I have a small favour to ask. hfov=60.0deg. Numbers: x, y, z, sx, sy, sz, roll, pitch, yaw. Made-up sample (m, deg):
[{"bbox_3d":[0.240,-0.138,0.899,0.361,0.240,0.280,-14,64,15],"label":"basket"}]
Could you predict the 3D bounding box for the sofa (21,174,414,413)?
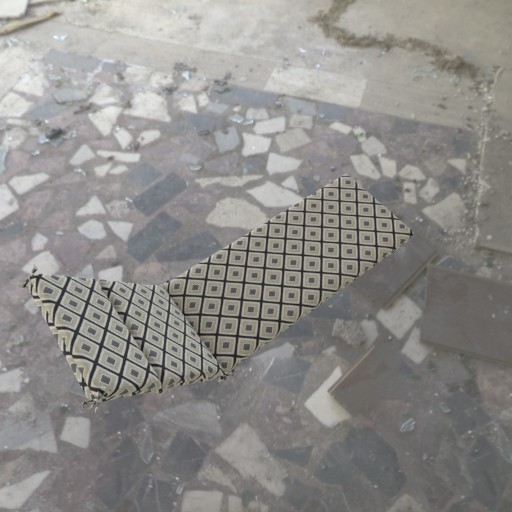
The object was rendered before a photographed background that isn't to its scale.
[{"bbox_3d":[0.000,0.000,1.915,1.663,0.622,0.582,-32,64,-18],"label":"sofa"}]
